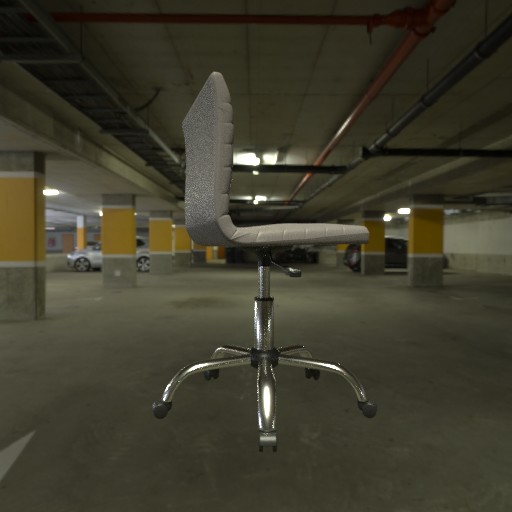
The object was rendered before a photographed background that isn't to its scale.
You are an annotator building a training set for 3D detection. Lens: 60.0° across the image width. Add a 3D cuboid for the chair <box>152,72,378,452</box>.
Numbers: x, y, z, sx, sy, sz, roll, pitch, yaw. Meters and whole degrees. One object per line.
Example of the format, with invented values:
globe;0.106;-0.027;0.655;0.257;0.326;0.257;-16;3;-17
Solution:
chair;0.000;0.000;1.150;0.530;0.780;0.556;0;1;-18
